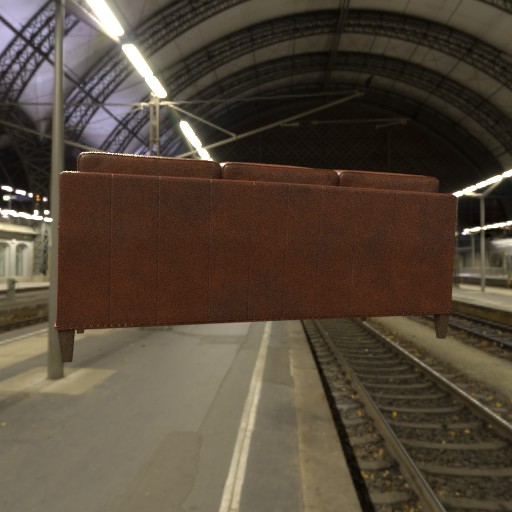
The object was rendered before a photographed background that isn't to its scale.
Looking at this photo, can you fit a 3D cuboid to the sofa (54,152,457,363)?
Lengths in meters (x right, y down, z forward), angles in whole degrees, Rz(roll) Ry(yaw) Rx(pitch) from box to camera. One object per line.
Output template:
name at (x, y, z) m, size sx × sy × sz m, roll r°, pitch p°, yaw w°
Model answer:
sofa at (0.000, 0.000, 2.770) m, size 2.240 × 1.003 × 1.084 m, roll 0°, pitch -1°, yaw -18°
